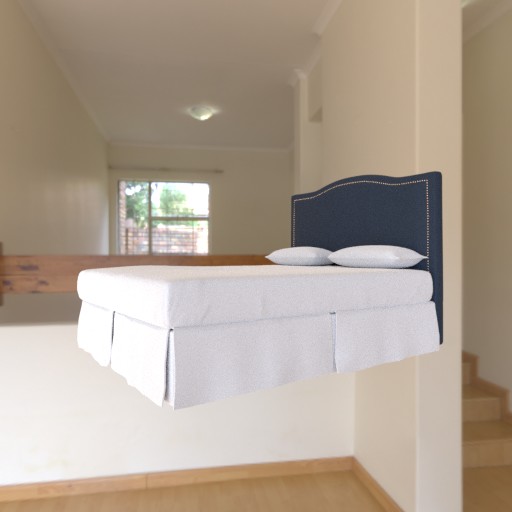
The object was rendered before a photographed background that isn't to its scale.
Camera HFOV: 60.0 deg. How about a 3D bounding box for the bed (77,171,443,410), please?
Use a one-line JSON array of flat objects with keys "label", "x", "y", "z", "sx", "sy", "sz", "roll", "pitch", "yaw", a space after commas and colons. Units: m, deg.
[{"label": "bed", "x": 0.000, "y": 0.000, "z": 3.406, "sx": 2.282, "sy": 1.436, "sz": 1.821, "roll": 0, "pitch": 0, "yaw": -35}]
